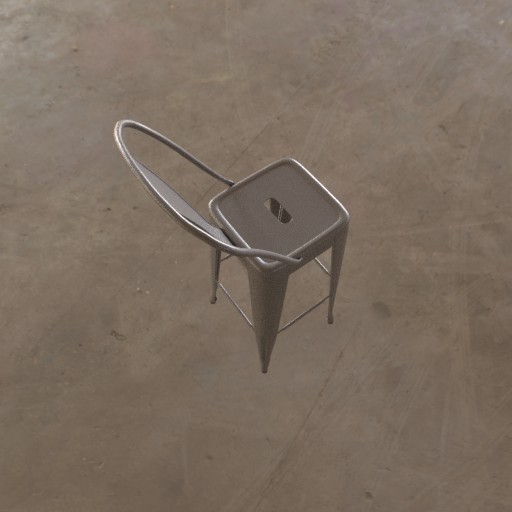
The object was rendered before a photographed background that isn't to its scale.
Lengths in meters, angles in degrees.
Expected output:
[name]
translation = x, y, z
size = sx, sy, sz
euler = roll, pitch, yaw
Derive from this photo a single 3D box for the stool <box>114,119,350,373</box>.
[stool]
translation = 0.000, 0.000, 1.323
size = 0.513, 1.096, 0.399
euler = -33, 66, -17
